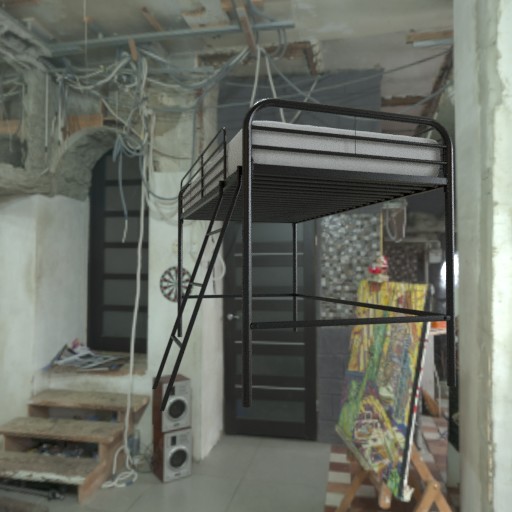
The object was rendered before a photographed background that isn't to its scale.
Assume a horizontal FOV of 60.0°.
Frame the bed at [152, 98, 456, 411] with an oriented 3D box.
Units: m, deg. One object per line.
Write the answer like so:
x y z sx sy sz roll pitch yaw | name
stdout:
0.000 0.000 2.854 1.393 1.289 1.968 1 -2 -18 | bed
